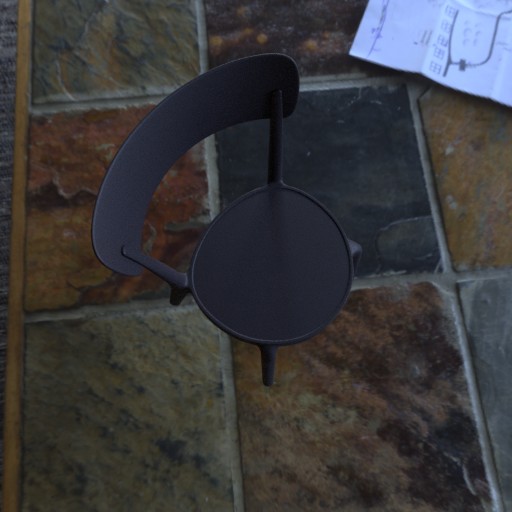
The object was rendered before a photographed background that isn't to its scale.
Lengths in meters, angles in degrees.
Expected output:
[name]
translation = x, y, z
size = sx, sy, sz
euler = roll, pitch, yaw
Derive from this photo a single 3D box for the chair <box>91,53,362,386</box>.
[chair]
translation = 0.000, 0.000, 1.118
size = 0.491, 0.790, 0.506
euler = 39, 78, 10
